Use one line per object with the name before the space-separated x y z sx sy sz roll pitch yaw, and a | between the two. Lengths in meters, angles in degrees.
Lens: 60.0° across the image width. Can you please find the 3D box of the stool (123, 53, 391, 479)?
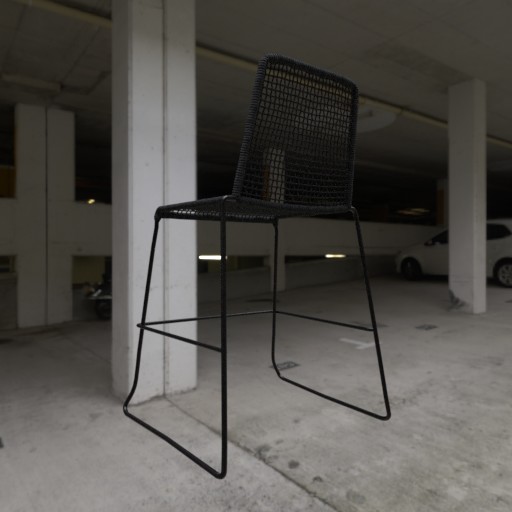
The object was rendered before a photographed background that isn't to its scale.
stool | 0.000 0.000 1.239 0.590 0.905 0.509 0 1 -36
